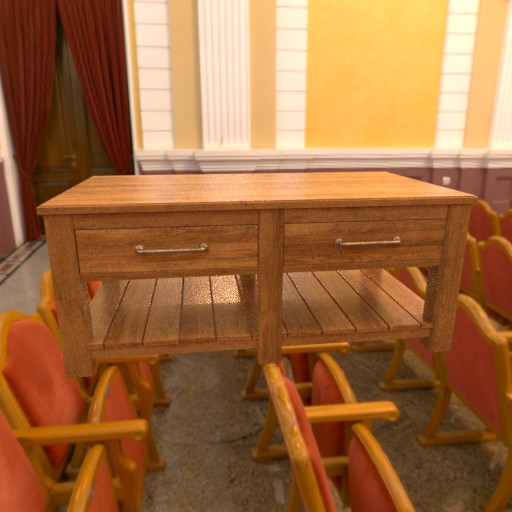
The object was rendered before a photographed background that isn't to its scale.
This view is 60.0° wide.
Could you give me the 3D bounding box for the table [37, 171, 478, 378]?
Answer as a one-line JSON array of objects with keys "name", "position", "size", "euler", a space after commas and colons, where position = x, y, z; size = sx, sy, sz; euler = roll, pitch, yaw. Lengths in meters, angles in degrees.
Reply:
[{"name": "table", "position": [0.000, 0.000, 1.497], "size": [1.150, 0.480, 0.635], "euler": [-2, 17, -7]}]
